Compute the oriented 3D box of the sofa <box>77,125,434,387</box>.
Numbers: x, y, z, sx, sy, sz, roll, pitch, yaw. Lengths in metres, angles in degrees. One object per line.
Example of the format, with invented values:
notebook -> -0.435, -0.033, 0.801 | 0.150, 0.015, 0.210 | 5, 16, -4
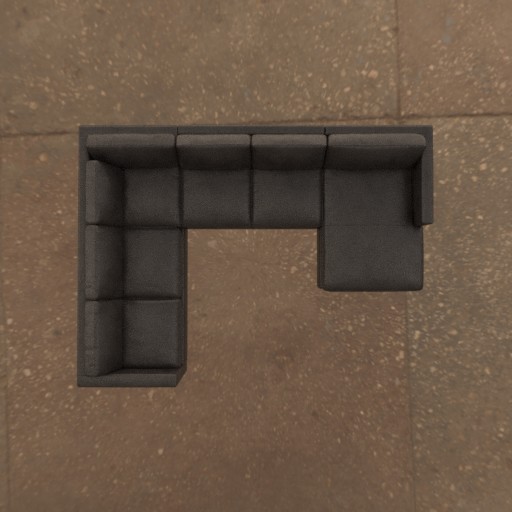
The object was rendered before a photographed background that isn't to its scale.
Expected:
sofa -> 0.000, 0.000, 4.417 | 3.324, 0.891, 2.452 | 0, 89, 0
